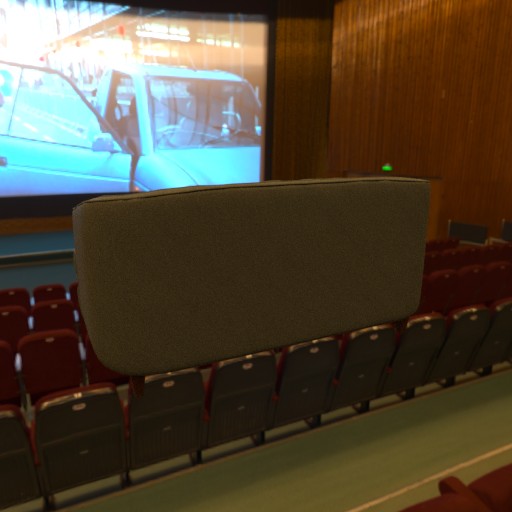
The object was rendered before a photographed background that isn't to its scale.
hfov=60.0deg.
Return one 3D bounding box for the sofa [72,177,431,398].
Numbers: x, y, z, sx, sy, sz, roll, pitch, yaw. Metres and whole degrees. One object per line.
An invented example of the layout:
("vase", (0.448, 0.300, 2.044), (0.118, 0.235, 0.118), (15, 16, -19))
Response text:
("sofa", (0.000, 0.000, 2.323), (1.733, 0.855, 0.941), (-7, 17, -25))
